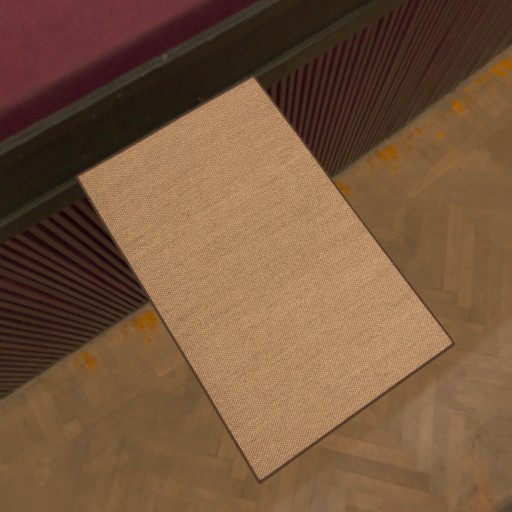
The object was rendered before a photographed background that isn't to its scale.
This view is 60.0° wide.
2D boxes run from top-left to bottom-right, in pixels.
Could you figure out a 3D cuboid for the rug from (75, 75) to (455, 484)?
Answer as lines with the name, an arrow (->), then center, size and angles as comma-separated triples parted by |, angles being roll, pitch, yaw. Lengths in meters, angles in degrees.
rug -> 0.000, 0.000, 2.103 | 1.067, 0.013, 1.676 | -32, 78, -8
